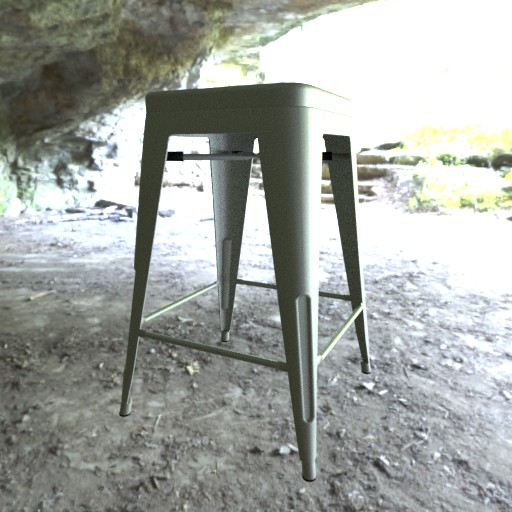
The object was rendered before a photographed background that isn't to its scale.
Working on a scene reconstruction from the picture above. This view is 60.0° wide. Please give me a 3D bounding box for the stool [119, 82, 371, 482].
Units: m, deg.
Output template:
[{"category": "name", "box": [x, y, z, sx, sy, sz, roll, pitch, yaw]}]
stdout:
[{"category": "stool", "box": [0.000, 0.000, 0.892, 0.410, 0.608, 0.410, 7, 15, 26]}]
